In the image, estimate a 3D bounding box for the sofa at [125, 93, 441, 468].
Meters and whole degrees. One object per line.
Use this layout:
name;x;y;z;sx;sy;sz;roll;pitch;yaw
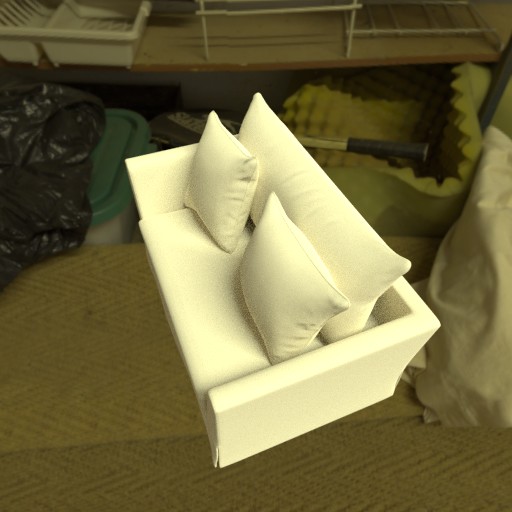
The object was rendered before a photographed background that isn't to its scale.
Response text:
sofa;0.000;0.000;2.304;1.026;1.039;1.608;-17;50;-15
